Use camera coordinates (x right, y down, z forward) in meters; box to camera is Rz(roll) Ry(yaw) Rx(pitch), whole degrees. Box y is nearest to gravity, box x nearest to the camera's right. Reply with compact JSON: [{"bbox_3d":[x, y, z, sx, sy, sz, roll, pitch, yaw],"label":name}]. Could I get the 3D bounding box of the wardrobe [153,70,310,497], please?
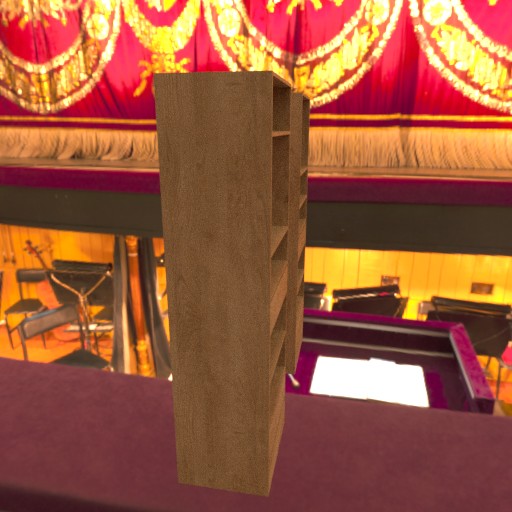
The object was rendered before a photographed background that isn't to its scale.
[{"bbox_3d":[0.000,0.000,2.836,0.480,2.000,1.770,3,17,11],"label":"wardrobe"}]
